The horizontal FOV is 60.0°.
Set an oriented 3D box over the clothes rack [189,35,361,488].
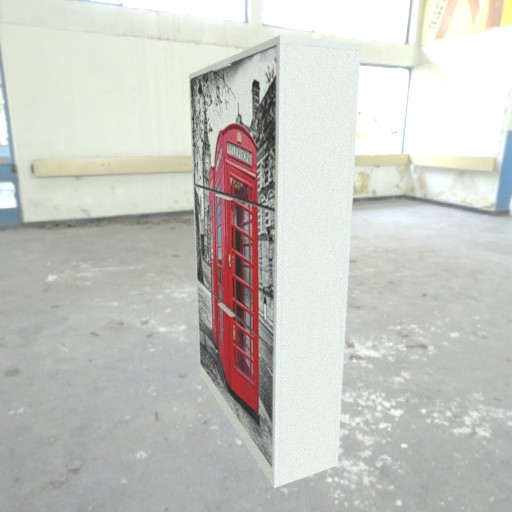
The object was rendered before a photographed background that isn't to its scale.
[{"bbox_3d":[0.000,0.000,1.579,0.250,1.280,0.750,-7,16,-24],"label":"clothes rack"}]
